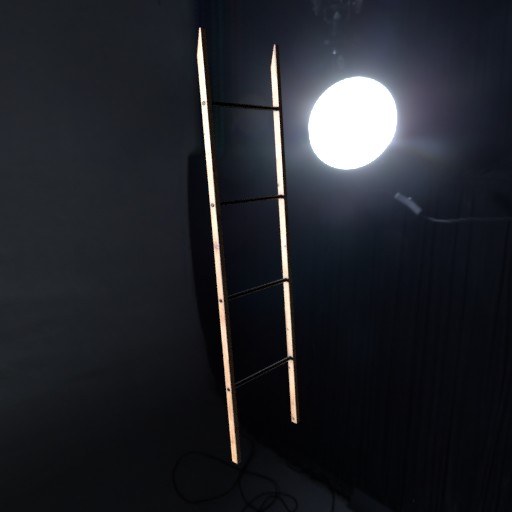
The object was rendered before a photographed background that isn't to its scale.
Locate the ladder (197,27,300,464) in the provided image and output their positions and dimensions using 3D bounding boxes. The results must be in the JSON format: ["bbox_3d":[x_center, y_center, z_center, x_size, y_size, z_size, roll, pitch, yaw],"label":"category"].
[{"bbox_3d":[0.000,0.000,1.970,0.200,1.805,0.442,14,20,43],"label":"ladder"}]
